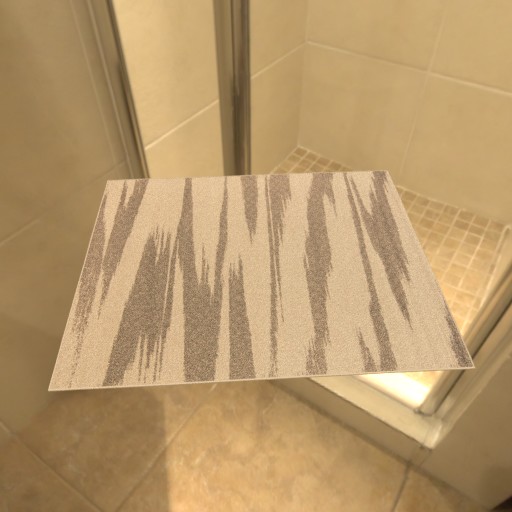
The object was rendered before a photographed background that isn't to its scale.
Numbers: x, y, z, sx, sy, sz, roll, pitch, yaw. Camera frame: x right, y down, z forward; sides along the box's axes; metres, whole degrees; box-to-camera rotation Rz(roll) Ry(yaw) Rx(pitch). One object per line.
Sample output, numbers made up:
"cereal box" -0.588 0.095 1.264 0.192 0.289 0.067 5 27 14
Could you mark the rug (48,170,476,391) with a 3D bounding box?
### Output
"rug" 0.000 0.000 3.841 2.945 0.014 2.353 -2 46 -2
